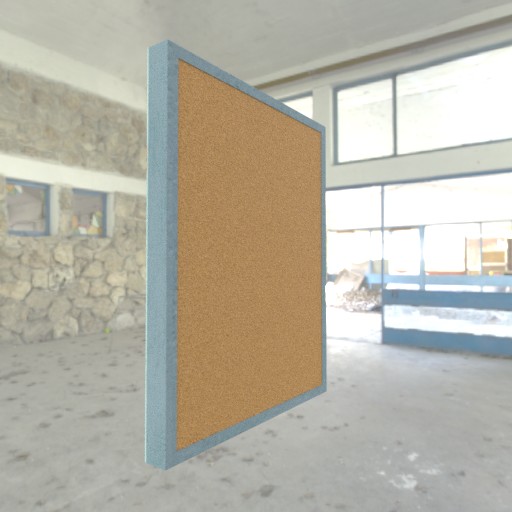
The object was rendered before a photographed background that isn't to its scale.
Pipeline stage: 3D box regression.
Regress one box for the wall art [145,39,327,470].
[{"bbox_3d":[0.000,0.000,0.698,0.037,0.509,0.409,-1,-2,36],"label":"wall art"}]
